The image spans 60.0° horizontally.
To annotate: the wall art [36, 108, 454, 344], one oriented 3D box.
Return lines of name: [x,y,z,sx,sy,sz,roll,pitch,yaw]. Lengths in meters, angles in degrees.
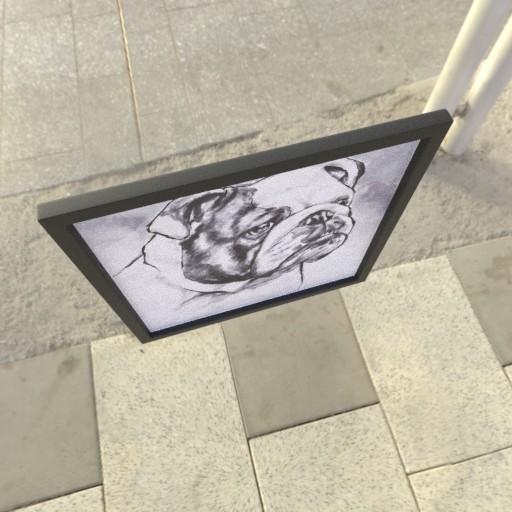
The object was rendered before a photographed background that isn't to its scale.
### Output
wall art: [0.000,0.000,0.672,0.456,0.453,0.022,-15,64,-7]
